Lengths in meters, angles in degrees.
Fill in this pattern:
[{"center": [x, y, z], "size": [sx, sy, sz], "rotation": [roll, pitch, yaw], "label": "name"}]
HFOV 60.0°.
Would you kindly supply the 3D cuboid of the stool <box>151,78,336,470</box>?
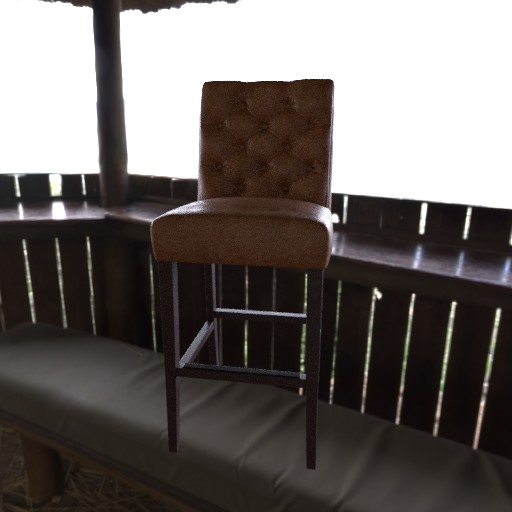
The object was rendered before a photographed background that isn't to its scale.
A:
[{"center": [0.000, 0.000, 1.462], "size": [0.493, 1.140, 0.601], "rotation": [3, 16, 9], "label": "stool"}]
